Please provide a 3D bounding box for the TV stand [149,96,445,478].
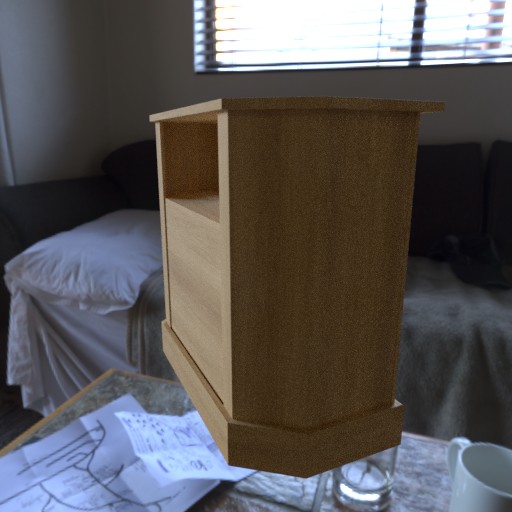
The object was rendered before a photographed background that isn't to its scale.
[{"bbox_3d":[0.000,0.000,1.256,0.425,0.781,0.851,-7,16,-24],"label":"TV stand"}]
